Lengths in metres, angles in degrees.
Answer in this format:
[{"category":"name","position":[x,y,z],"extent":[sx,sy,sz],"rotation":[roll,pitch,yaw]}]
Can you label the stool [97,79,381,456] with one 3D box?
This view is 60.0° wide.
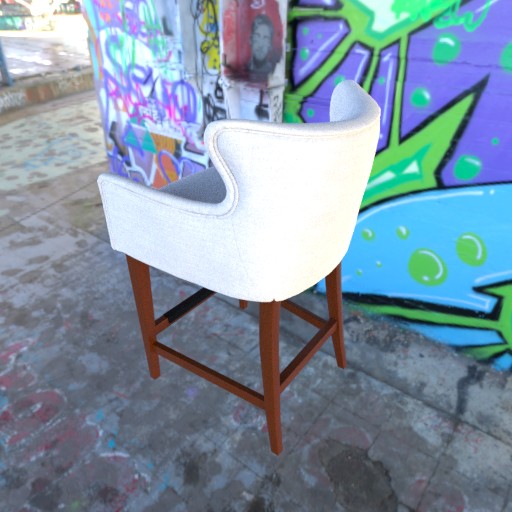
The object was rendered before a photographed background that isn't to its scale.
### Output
[{"category":"stool","position":[0.000,0.000,1.382],"extent":[0.637,0.987,0.615],"rotation":[22,38,31]}]
